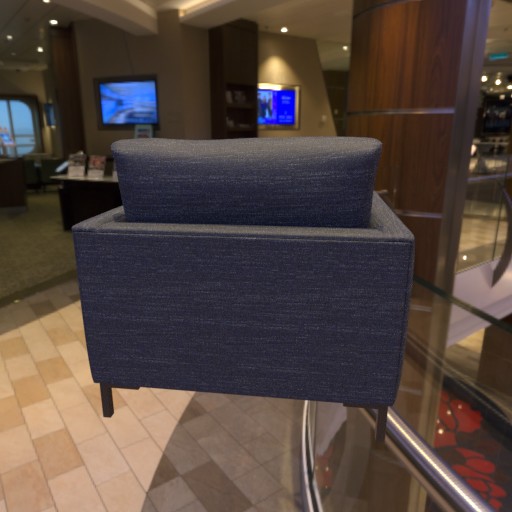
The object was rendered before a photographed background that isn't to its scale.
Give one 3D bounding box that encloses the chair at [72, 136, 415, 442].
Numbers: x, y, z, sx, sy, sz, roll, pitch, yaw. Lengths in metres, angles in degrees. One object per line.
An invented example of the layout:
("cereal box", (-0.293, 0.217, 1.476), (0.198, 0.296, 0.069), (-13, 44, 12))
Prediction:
("chair", (0.000, 0.000, 1.634), (0.963, 0.861, 0.866), (2, 16, 7))
